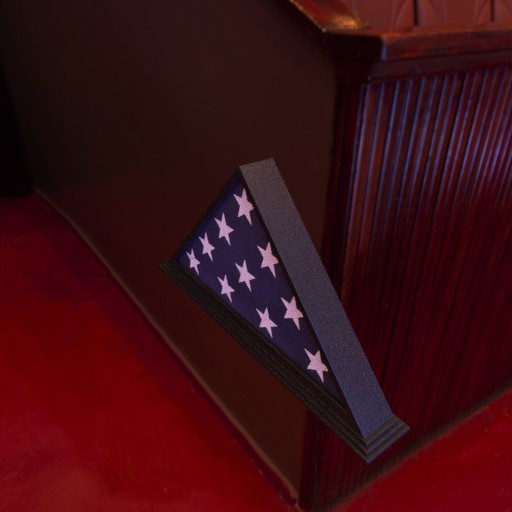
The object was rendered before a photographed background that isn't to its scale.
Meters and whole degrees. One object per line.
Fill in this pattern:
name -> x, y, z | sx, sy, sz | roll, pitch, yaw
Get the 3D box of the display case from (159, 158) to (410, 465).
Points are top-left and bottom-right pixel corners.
display case -> 0.000, 0.000, 0.773 | 0.095, 0.340, 0.640 | -21, 37, -31
